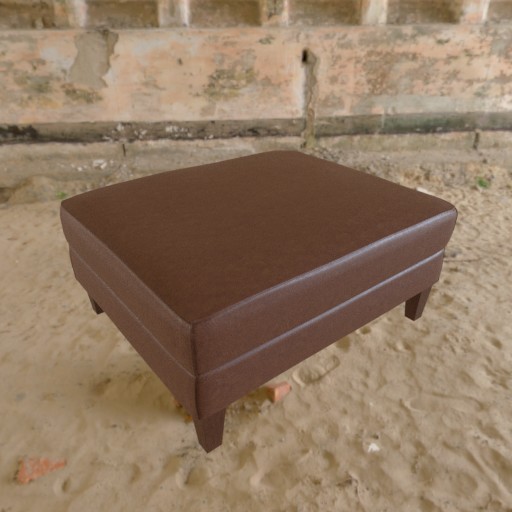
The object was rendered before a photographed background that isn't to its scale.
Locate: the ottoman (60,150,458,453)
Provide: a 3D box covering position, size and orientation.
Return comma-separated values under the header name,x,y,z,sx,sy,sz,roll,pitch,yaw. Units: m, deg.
name,x,y,z,sx,sy,sz,roll,pitch,yaw
ottoman,0.000,0.000,1.466,0.987,0.472,0.836,-21,35,-33
